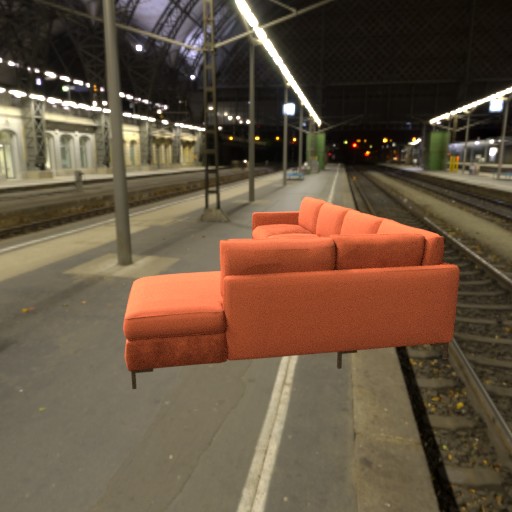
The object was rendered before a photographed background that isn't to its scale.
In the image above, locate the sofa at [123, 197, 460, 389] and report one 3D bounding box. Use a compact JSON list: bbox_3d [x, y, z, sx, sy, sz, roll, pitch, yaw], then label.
[{"bbox_3d":[0.000,0.000,3.667,1.879,0.757,2.736,-2,13,-10],"label":"sofa"}]
